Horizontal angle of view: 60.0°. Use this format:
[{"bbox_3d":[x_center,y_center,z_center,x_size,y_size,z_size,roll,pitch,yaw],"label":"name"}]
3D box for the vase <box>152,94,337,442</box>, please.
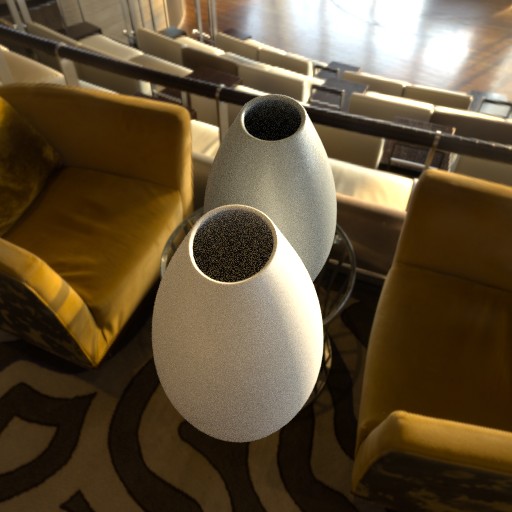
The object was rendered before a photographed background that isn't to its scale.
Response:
[{"bbox_3d":[0.000,0.000,0.258,0.089,0.131,0.187,8,48,7],"label":"vase"}]
